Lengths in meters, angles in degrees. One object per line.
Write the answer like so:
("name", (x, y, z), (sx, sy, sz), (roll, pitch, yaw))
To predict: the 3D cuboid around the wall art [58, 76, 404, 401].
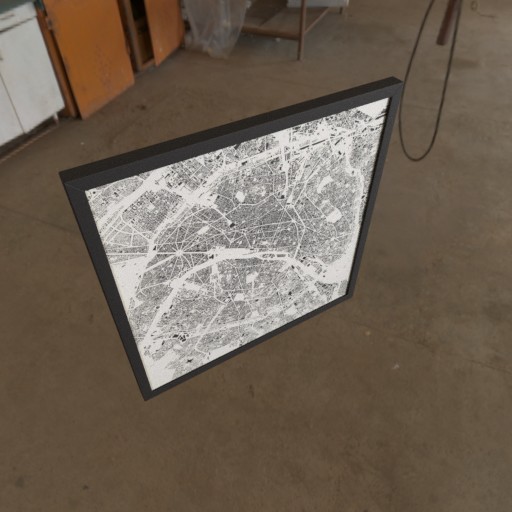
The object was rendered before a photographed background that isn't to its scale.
("wall art", (0.000, 0.000, 1.151), (0.763, 0.763, 0.037), (-23, 49, -21))
